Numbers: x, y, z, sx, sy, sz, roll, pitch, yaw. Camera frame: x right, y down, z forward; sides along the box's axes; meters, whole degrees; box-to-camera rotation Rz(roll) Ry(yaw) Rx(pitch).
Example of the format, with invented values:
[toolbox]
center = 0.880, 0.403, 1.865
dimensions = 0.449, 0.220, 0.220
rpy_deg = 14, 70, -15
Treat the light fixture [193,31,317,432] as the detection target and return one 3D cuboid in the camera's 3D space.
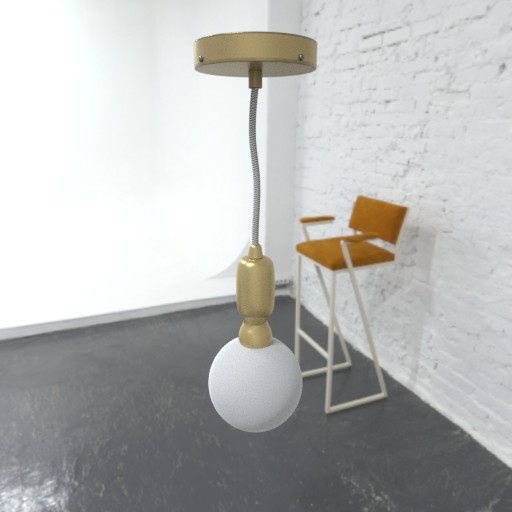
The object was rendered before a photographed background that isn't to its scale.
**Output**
[light fixture]
center = 0.000, 0.000, 0.583
dimensions = 0.147, 0.510, 0.146
rpy_deg = -14, 21, -41
